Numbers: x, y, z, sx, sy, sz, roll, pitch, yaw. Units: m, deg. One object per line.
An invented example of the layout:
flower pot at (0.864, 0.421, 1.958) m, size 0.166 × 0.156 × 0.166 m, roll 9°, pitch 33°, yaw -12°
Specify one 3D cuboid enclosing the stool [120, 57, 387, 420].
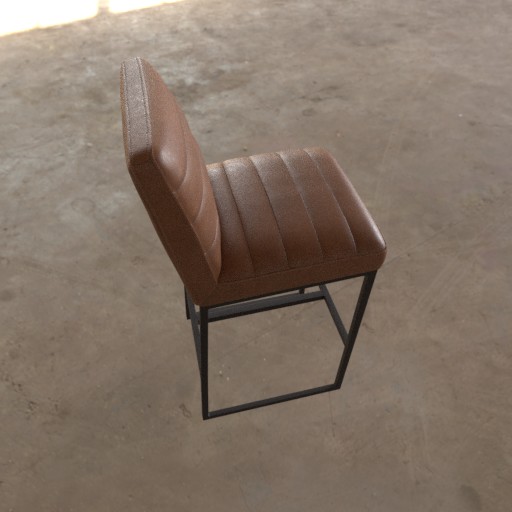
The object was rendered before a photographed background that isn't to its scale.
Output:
stool at (0.000, 0.000, 1.287) m, size 0.556 × 1.040 × 0.458 m, roll -10°, pitch 48°, yaw -9°
